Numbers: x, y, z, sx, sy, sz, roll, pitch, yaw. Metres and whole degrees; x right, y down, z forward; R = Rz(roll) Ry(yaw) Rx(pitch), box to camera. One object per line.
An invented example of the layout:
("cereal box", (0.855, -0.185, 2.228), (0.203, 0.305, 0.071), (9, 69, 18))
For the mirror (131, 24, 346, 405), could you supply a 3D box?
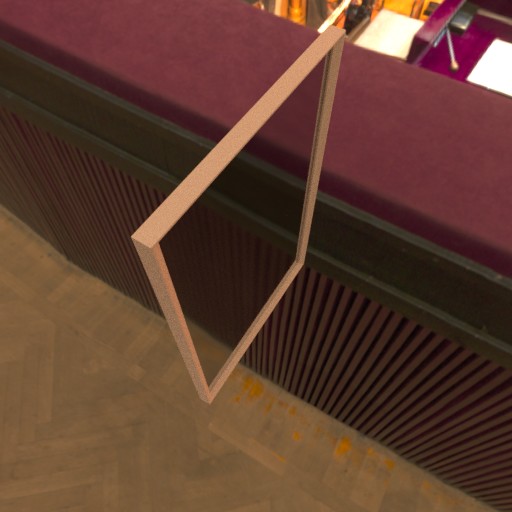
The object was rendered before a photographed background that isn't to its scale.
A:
("mirror", (0.000, 0.000, 1.142), (0.041, 0.915, 0.609), (28, 63, 16))
